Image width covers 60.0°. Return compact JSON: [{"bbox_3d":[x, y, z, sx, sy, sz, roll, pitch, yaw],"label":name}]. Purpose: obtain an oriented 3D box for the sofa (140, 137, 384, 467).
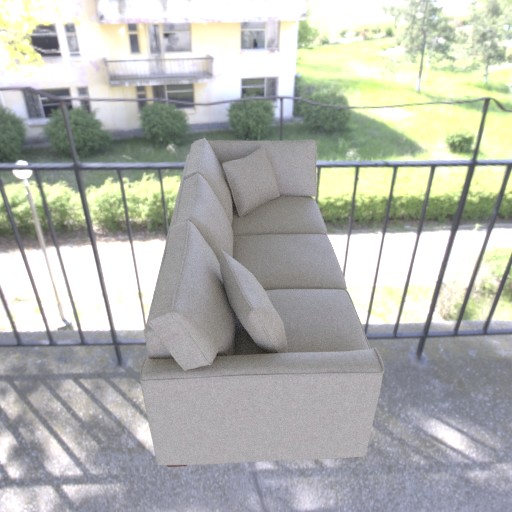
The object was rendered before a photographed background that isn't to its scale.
[{"bbox_3d":[0.000,0.000,2.845,1.061,0.962,2.317,-1,32,-2],"label":"sofa"}]
